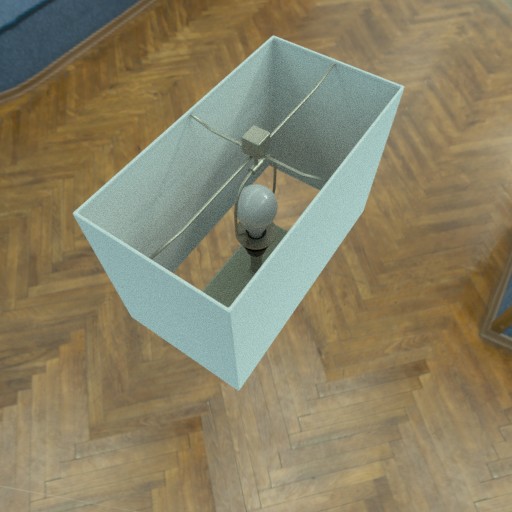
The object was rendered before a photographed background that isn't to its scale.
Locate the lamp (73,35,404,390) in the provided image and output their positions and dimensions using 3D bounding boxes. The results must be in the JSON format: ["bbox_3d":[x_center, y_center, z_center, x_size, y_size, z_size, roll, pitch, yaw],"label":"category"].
[{"bbox_3d":[0.000,0.000,0.716,0.200,0.515,0.380,30,63,17],"label":"lamp"}]
